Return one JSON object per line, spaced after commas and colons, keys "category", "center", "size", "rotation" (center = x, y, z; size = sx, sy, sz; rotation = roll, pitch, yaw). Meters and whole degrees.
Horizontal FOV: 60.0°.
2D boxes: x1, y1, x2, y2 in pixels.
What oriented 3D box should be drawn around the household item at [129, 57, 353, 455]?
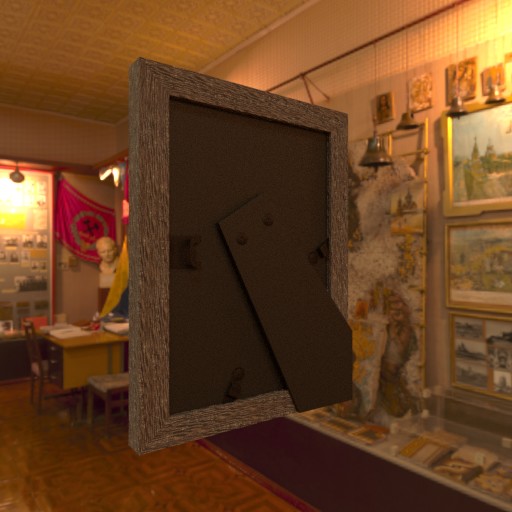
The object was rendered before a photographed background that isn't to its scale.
{"category": "household item", "center": [0.000, 0.000, 0.285], "size": [0.160, 0.210, 0.020], "rotation": [0, 0, -36]}
